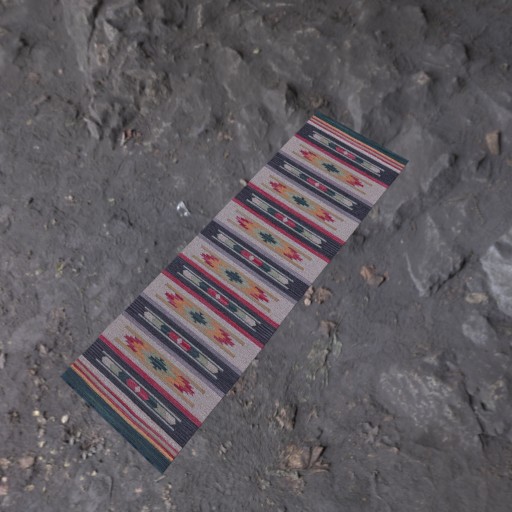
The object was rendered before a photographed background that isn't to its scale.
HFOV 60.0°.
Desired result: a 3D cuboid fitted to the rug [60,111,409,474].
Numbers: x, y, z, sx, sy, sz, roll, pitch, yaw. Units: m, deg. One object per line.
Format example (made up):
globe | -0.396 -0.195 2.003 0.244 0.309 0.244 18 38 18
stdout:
rug | 0.000 0.000 2.695 0.760 0.009 2.440 35 68 16
